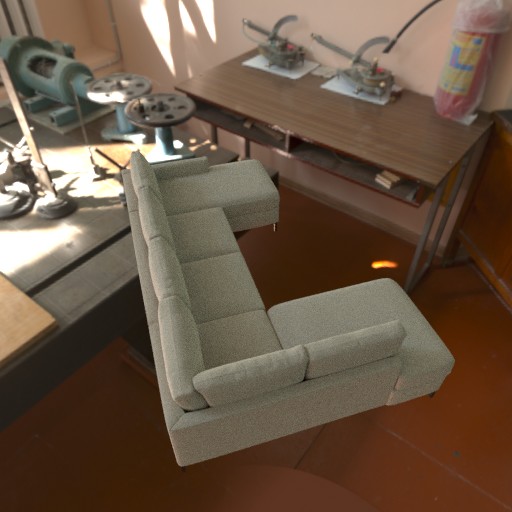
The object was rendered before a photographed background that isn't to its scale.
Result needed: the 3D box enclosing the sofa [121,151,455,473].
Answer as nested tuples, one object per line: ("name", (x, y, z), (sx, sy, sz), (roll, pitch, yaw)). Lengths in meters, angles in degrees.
("sofa", (0.000, 0.000, 3.879), (1.989, 0.862, 2.984), (-12, 44, -13))
